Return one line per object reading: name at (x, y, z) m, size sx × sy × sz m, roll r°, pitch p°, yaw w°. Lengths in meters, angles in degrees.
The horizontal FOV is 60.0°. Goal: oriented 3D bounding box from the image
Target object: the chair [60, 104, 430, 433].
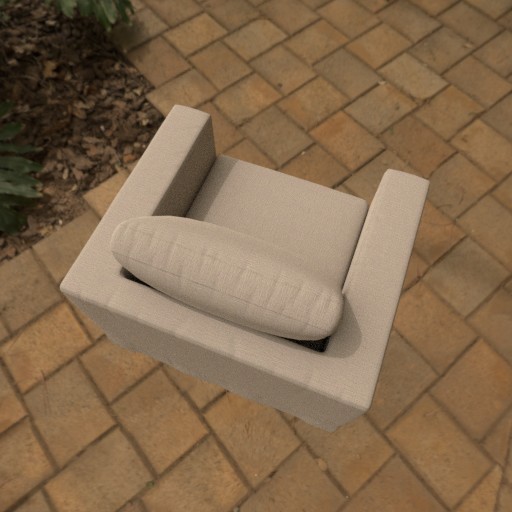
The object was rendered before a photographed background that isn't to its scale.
chair at (0.000, 0.000, 1.815) m, size 1.150 × 0.878 × 0.957 m, roll 19°, pitch 65°, yaw 9°
